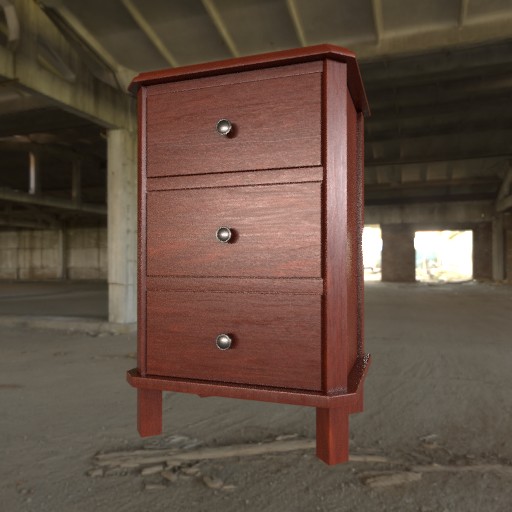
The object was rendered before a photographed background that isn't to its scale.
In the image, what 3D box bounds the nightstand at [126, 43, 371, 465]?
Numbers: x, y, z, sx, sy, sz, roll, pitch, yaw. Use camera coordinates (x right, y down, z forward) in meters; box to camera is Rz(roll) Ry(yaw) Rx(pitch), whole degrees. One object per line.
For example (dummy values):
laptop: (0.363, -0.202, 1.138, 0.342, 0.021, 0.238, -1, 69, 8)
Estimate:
nightstand: (0.000, 0.000, 0.917, 0.435, 0.681, 0.351, 0, -1, 19)
